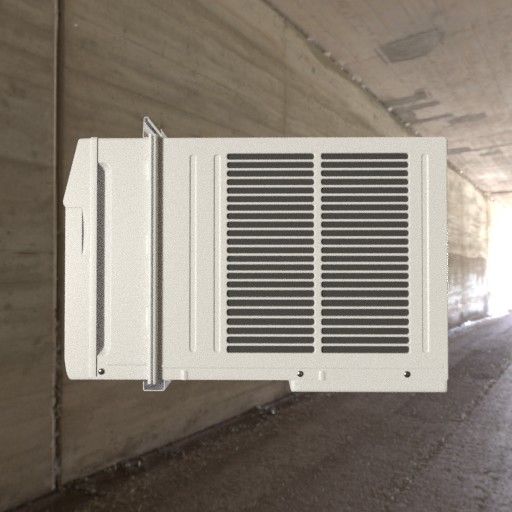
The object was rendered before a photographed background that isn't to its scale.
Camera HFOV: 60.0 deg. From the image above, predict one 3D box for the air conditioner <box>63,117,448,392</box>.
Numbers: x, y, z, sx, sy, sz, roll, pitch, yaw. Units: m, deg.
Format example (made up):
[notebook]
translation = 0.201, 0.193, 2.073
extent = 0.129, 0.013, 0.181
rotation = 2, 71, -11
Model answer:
[air conditioner]
translation = 0.000, 0.000, 0.862
extent = 0.546, 0.388, 0.503
rotation = 0, -1, 1
